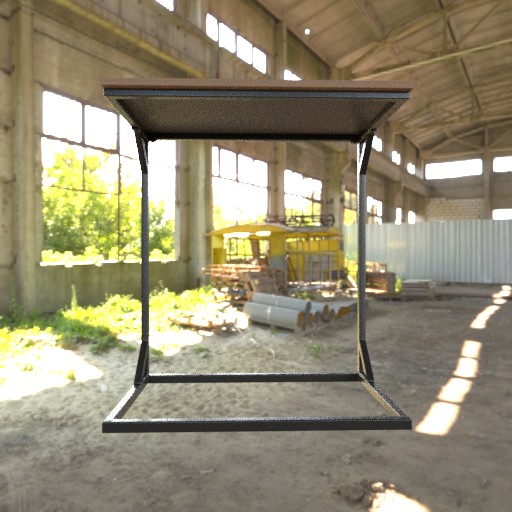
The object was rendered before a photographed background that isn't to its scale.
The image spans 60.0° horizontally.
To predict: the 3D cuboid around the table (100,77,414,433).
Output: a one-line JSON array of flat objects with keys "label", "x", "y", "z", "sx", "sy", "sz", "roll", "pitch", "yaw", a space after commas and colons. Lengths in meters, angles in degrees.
[{"label": "table", "x": 0.000, "y": 0.000, "z": 1.018, "sx": 0.597, "sy": 0.673, "sz": 0.351, "roll": 0, "pitch": 0, "yaw": -2}]
